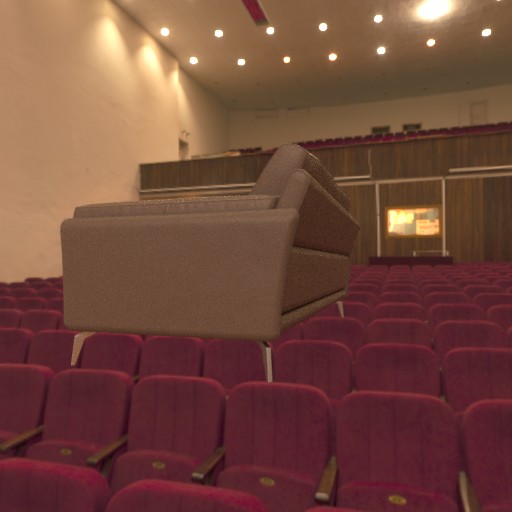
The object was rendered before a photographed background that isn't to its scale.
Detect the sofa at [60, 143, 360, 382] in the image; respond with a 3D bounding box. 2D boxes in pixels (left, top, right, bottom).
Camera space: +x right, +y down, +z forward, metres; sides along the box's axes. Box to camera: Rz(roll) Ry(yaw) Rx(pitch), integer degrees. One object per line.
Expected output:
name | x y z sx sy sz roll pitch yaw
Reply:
sofa | 0.000 0.000 2.646 1.049 0.930 2.101 0 -1 18
